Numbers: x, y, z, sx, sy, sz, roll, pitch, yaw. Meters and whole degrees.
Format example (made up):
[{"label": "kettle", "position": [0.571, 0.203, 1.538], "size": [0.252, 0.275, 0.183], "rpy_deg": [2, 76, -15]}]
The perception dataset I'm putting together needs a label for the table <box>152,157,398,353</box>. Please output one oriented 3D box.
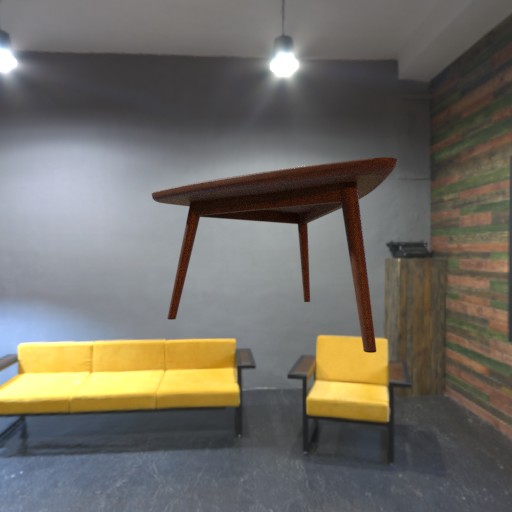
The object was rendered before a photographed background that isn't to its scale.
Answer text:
[{"label": "table", "position": [0.000, 0.000, 1.292], "size": [0.601, 0.365, 1.008], "rpy_deg": [0, 1, -2]}]
